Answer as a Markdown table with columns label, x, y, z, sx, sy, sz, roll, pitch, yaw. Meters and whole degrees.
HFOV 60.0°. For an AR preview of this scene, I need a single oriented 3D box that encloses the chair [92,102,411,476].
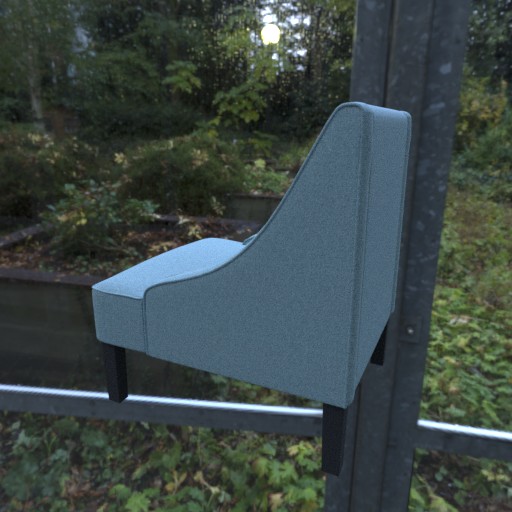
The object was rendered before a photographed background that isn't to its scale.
| label | x | y | z | sx | sy | sz | roll | pitch | yaw |
| --- | --- | --- | --- | --- | --- | --- | --- | --- | --- |
| chair | 0.000 | 0.000 | 1.808 | 1.025 | 1.133 | 0.857 | 8 | 18 | 25 |
